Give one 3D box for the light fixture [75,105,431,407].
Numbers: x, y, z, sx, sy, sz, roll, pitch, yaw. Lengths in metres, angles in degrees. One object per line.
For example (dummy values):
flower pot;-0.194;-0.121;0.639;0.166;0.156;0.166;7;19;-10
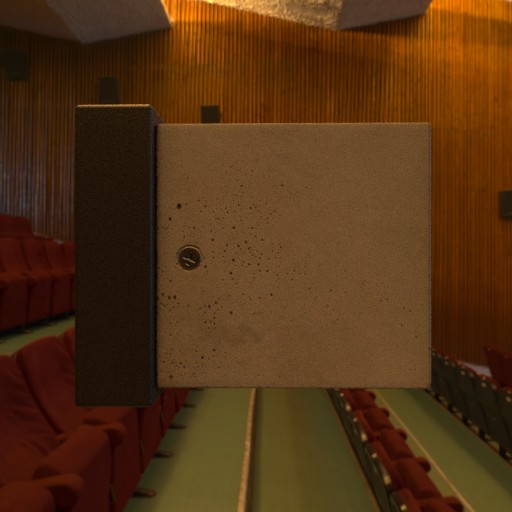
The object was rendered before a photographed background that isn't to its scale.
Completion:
light fixture;0.000;0.000;0.235;0.143;0.121;0.121;0;0;1
